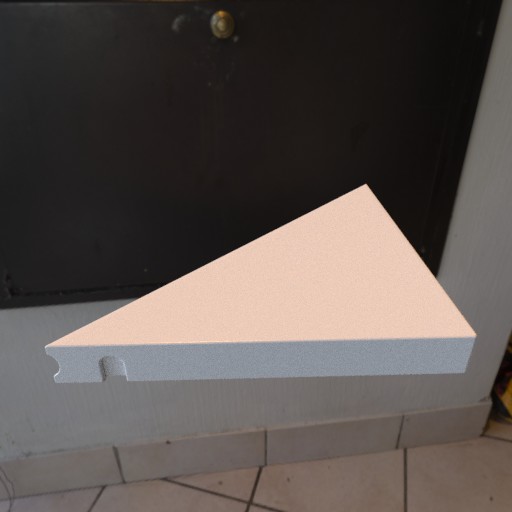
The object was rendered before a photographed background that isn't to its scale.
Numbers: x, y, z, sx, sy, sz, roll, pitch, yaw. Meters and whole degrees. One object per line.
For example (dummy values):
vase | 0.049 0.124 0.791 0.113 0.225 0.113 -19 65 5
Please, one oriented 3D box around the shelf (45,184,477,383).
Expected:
shelf | 0.000 0.000 0.437 0.296 0.035 0.296 -1 30 -2
